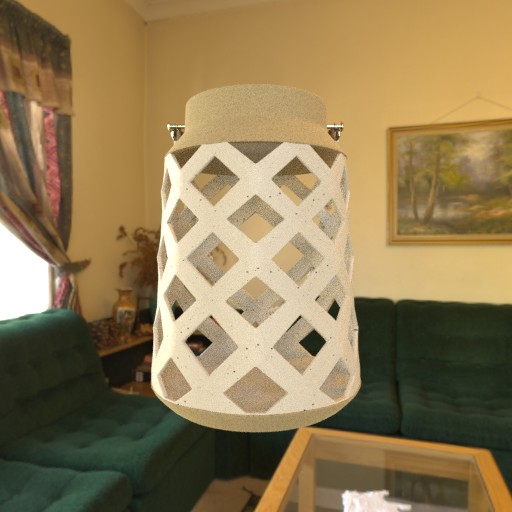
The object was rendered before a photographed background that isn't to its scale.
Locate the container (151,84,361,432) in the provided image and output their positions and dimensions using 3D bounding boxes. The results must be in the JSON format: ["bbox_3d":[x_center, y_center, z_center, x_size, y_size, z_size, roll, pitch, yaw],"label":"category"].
[{"bbox_3d":[0.000,0.000,0.352,0.163,0.229,0.172,0,1,0],"label":"container"}]
